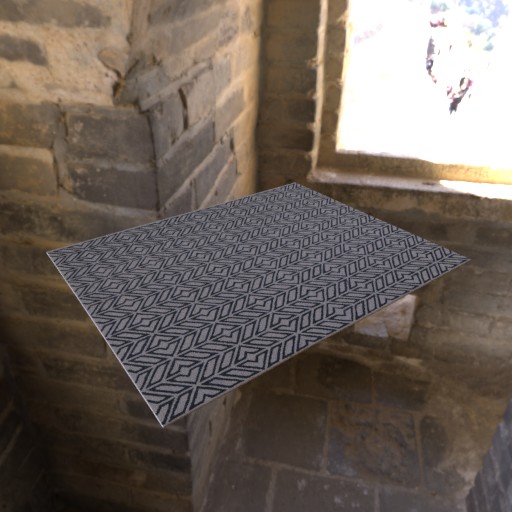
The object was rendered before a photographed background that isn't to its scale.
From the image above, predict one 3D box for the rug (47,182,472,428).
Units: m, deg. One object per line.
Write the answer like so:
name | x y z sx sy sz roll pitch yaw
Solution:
rug | 0.000 0.000 4.048 3.045 0.008 2.421 -20 36 -31
